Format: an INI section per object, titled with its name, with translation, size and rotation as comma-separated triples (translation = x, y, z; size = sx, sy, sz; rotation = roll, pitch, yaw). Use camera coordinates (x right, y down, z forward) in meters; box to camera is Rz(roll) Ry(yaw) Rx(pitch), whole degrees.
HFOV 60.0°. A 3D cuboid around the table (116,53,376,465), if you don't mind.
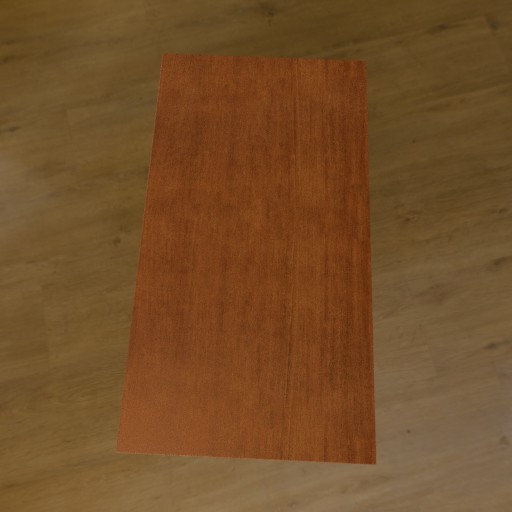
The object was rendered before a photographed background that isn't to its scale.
[table]
translation = 0.000, 0.000, 1.265
size = 0.549, 0.419, 1.000
rotation = 2, 75, 1
